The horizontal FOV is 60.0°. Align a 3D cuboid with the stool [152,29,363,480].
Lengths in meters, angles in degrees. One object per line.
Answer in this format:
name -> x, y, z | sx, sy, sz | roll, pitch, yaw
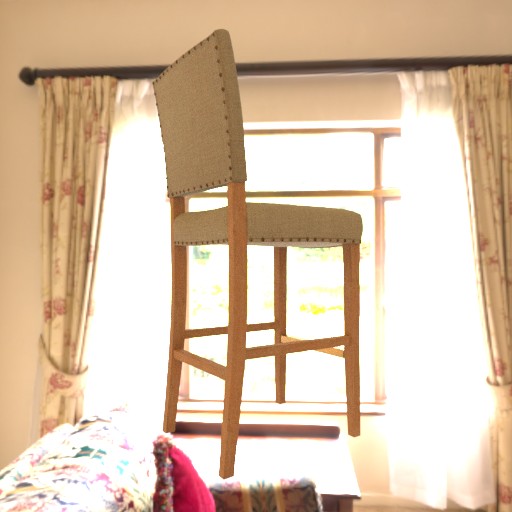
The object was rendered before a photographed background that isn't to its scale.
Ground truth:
stool -> 0.000, 0.000, 1.494 | 0.585, 1.203, 0.445 | 0, 0, -35
